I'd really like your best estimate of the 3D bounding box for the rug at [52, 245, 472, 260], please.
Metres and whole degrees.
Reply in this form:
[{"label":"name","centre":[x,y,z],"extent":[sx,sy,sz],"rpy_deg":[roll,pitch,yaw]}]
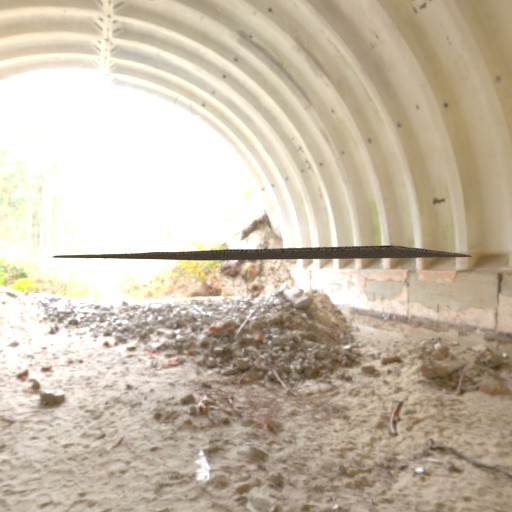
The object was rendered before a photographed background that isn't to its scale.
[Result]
[{"label":"rug","centre":[0.000,0.000,3.032],"extent":[2.443,0.021,1.538],"rpy_deg":[-1,-2,36]}]
